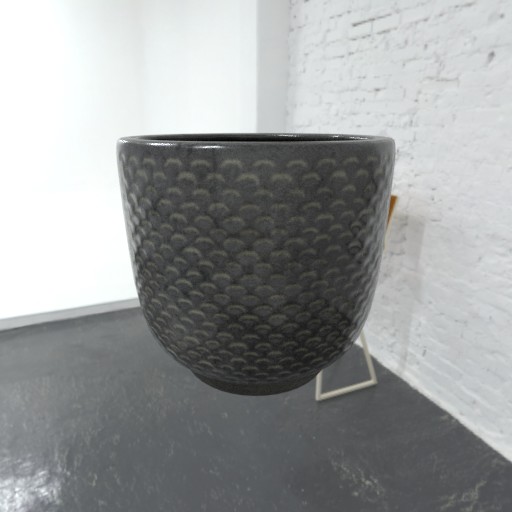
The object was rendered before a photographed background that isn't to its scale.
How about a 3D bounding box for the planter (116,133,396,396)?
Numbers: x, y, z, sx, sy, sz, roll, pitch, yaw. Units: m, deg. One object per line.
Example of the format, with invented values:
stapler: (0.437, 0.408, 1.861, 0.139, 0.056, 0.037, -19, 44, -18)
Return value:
planter: (0.000, 0.000, 0.248, 0.140, 0.129, 0.140, 0, 17, 0)
